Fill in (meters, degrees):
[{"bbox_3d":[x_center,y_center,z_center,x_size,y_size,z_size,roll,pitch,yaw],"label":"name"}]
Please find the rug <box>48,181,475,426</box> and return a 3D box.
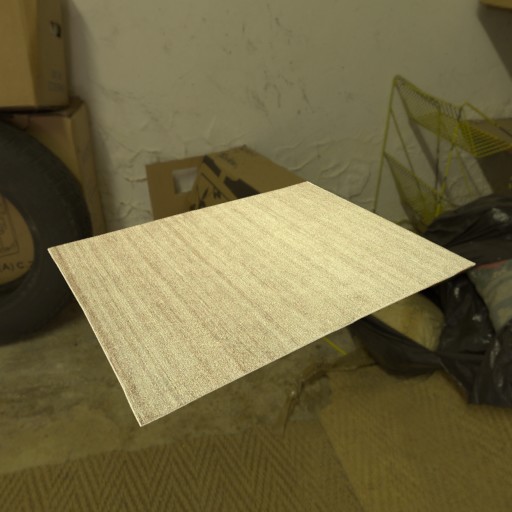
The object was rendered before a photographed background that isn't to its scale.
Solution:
[{"bbox_3d":[0.000,0.000,4.141,3.202,0.045,2.434,-19,35,-28],"label":"rug"}]
